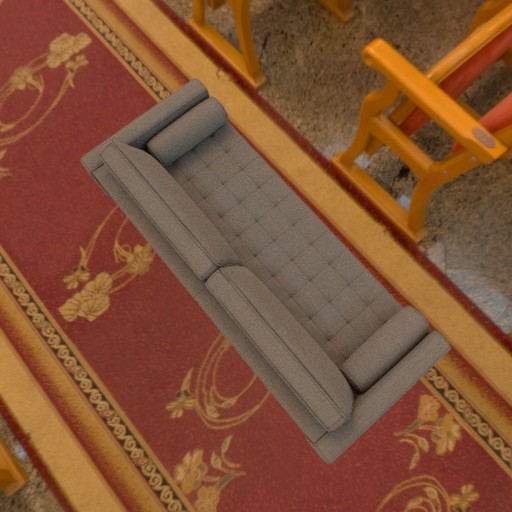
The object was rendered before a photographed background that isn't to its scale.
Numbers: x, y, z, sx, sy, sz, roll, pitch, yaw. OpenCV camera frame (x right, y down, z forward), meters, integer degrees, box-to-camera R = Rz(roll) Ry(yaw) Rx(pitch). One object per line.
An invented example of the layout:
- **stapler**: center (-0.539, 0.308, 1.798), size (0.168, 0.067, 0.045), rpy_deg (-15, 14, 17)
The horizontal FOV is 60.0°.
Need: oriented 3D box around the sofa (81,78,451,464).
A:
- **sofa**: center (0.000, 0.000, 2.661), size (0.914, 0.762, 2.198), rpy_deg (-39, 78, -10)
